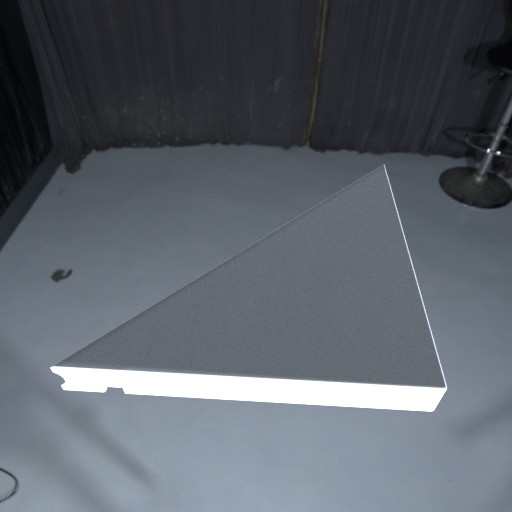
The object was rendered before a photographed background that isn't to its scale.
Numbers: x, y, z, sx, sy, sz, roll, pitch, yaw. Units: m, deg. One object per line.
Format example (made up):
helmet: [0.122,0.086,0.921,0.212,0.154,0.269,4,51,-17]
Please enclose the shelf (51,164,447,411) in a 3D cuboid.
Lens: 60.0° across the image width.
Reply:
shelf: [0.000,0.000,0.444,0.296,0.035,0.296,2,45,2]
